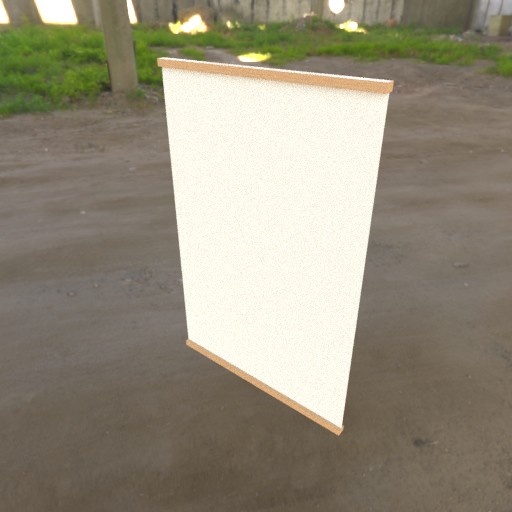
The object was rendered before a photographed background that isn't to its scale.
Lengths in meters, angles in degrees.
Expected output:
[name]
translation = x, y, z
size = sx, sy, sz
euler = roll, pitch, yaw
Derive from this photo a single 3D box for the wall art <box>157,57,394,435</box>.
[wall art]
translation = 0.000, 0.000, 1.296
size = 0.669, 1.020, 0.027
euler = 22, 36, 33
